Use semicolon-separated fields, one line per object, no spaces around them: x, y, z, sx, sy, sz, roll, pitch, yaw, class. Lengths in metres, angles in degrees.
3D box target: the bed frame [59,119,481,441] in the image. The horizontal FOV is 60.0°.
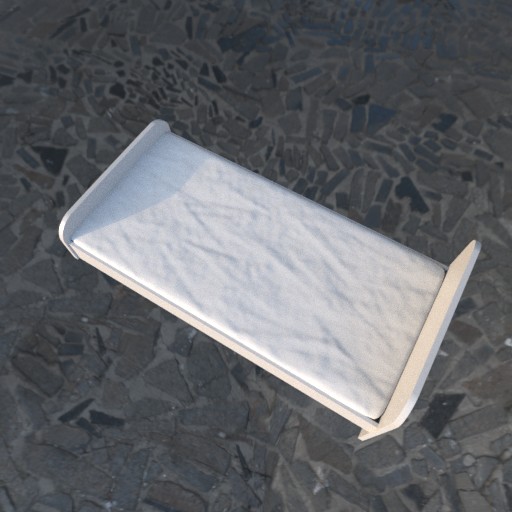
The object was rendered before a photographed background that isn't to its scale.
0.000;0.000;2.493;1.963;0.805;0.998;28;67;13;bed frame
